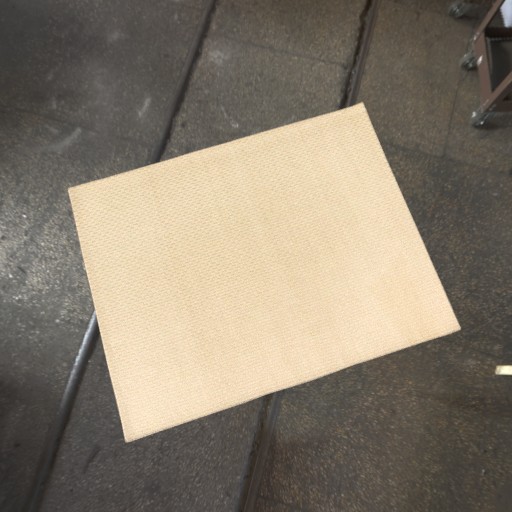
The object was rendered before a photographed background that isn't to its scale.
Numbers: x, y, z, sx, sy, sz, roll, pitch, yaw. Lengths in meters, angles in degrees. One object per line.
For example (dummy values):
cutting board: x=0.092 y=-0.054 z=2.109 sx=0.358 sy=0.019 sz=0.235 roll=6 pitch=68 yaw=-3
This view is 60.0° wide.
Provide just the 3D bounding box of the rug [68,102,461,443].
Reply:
rug: x=0.000 y=0.000 z=3.882 sx=2.897 sy=0.035 sz=2.277 roll=-17 pitch=76 yaw=-4
